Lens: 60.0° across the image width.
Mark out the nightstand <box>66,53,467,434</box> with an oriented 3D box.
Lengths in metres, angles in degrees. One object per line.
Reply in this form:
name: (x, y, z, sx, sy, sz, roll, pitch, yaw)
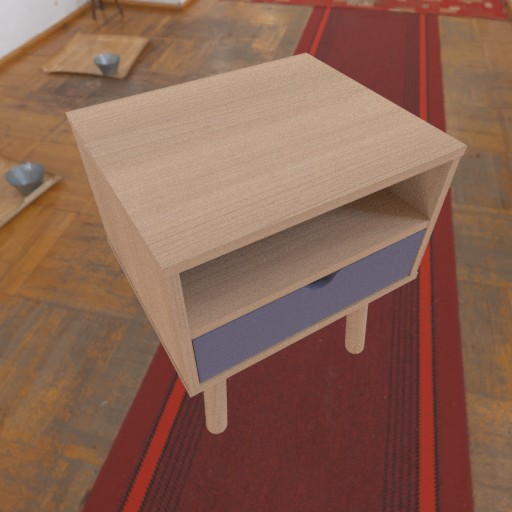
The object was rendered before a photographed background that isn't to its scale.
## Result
nightstand: (0.000, 0.000, 0.832, 0.450, 0.530, 0.380, -23, 50, -21)
